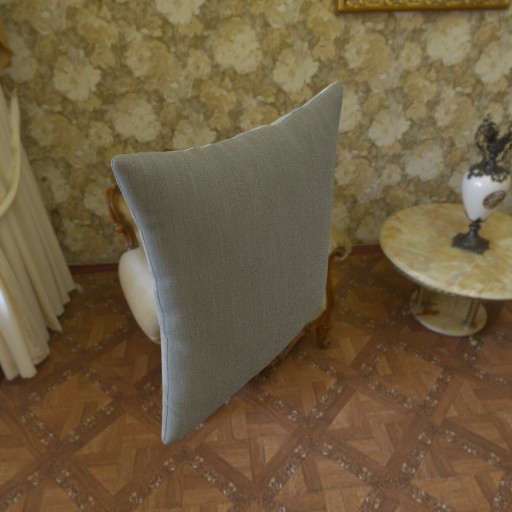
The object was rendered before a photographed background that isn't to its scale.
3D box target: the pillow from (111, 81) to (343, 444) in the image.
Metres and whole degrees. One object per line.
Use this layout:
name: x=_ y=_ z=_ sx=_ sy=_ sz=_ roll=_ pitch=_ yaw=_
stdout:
pillow: x=0.000 y=0.000 z=0.786 sx=0.161 sy=0.509 sz=0.511 roll=23 pitch=39 yaw=31
